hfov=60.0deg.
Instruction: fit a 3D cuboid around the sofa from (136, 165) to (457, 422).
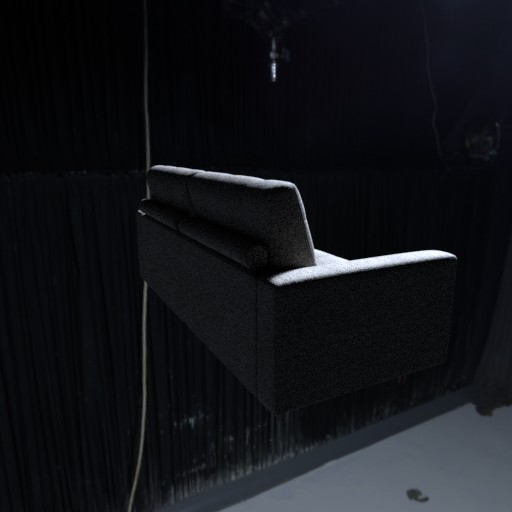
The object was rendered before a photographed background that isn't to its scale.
[{"bbox_3d":[0.000,0.000,2.349,0.863,0.902,1.821,-7,16,-27],"label":"sofa"}]
